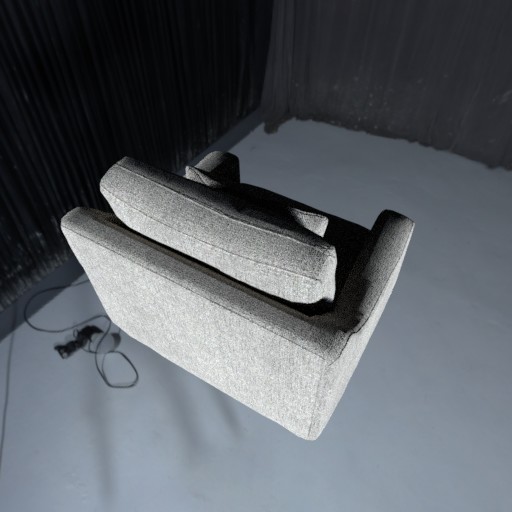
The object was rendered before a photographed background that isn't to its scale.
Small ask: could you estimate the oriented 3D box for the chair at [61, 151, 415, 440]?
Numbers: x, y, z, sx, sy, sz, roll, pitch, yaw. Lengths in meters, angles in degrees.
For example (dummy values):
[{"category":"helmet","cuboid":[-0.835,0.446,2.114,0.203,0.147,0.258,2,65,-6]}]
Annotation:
[{"category":"chair","cuboid":[0.000,0.000,1.966,1.138,1.037,1.009,24,51,21]}]
